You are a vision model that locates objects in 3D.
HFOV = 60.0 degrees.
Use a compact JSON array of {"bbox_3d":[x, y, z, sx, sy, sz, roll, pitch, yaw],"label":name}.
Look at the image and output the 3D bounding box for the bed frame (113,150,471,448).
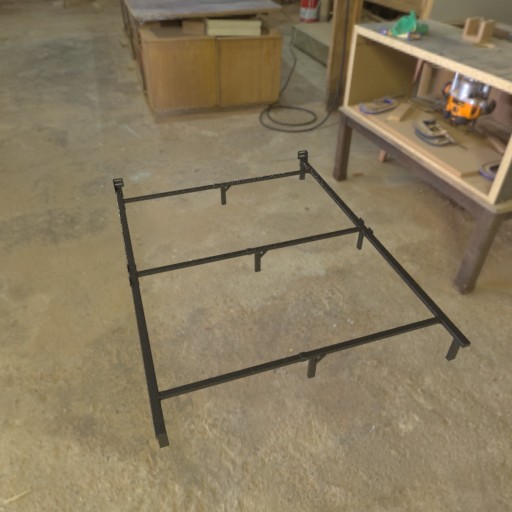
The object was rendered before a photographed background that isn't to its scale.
[{"bbox_3d":[0.000,0.000,2.678,1.498,0.248,1.990,-12,41,-14],"label":"bed frame"}]
